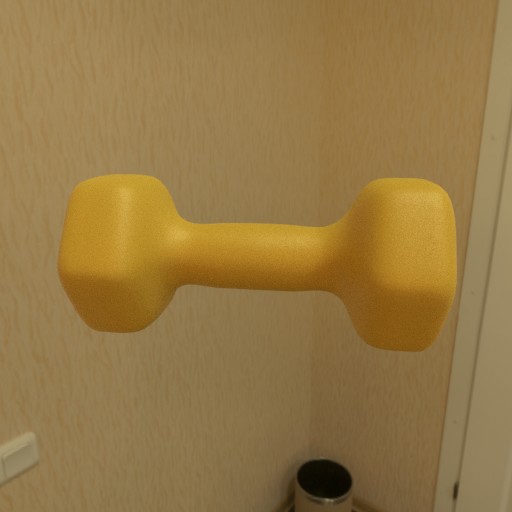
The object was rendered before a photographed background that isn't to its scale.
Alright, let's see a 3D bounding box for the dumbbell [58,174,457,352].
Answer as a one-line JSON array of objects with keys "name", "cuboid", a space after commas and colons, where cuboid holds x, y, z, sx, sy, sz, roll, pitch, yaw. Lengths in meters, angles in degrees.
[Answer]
[{"name": "dumbbell", "cuboid": [0.000, 0.000, 0.234, 0.190, 0.082, 0.090, 2, 16, 8]}]
